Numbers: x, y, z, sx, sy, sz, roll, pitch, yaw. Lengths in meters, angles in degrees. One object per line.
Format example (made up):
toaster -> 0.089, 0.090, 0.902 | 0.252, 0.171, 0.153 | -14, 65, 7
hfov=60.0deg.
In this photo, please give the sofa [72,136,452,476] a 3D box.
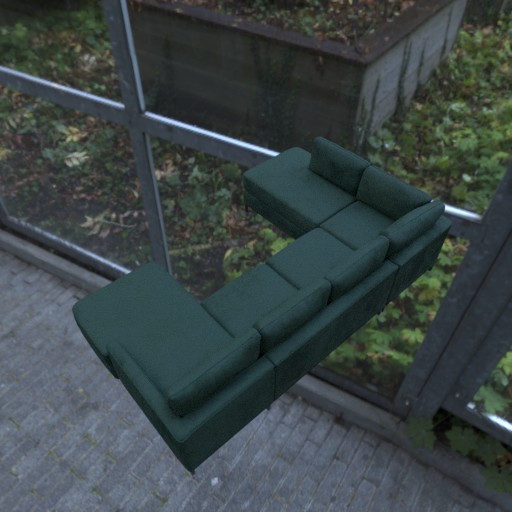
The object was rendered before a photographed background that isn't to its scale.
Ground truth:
sofa -> 0.000, 0.000, 3.880 | 2.994, 0.861, 1.992 | -32, 53, -28
